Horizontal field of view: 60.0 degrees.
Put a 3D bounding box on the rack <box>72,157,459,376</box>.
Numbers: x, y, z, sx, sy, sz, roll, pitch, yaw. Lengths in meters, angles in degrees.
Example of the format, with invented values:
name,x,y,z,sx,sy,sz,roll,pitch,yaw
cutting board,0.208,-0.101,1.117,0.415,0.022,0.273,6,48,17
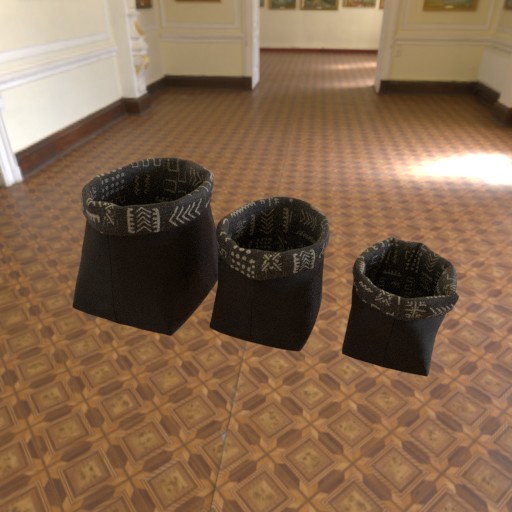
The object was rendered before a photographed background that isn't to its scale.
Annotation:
name,x,y,z,sx,sy,sz,roll,pitch,yaw
rack,0.000,0.000,1.086,0.905,0.323,0.379,11,32,17
